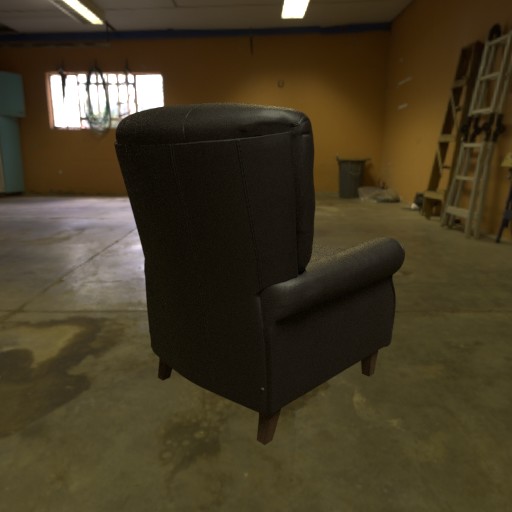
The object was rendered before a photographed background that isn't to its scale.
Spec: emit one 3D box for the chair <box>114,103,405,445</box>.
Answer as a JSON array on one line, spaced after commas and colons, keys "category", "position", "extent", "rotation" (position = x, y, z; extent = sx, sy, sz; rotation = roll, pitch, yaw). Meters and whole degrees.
[{"category": "chair", "position": [0.000, 0.000, 1.877], "extent": [1.058, 1.158, 0.948], "rotation": [-13, 18, -43]}]
